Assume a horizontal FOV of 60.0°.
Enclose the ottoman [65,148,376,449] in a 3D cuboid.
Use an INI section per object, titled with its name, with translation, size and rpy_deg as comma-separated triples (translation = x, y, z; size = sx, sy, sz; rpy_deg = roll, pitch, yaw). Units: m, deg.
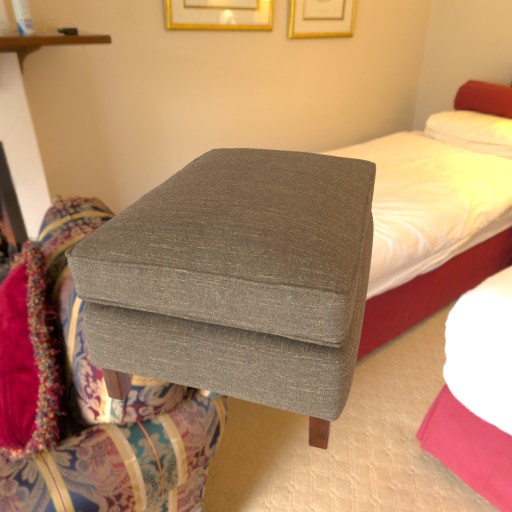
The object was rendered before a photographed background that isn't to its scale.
[ottoman]
translation = 0.000, 0.000, 1.011
size = 0.508, 0.406, 0.686
rpy_deg = 8, 30, 14
